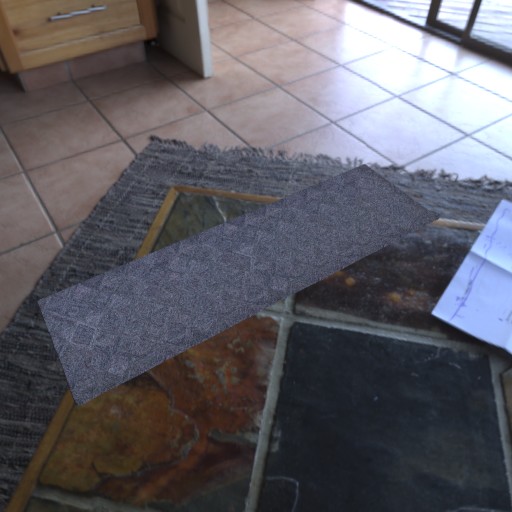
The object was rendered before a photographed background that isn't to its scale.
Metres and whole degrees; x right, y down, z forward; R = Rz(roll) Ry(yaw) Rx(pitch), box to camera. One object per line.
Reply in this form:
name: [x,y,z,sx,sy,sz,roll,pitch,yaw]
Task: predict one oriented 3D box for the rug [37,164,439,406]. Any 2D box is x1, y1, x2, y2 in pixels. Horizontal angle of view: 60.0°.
rug: [0.000,0.000,2.552,2.296,0.011,0.691,-25,51,-22]
